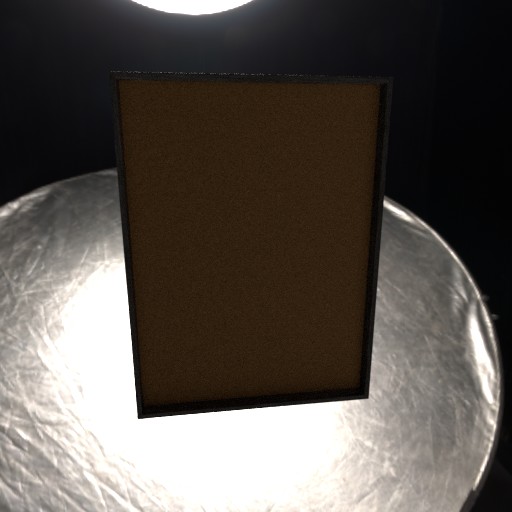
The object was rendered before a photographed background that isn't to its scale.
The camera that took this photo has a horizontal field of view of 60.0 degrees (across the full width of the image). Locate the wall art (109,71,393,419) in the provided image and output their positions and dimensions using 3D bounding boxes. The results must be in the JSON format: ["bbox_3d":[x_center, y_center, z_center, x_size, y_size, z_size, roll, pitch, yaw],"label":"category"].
[{"bbox_3d":[0.000,0.000,1.341,0.762,1.016,0.063,-2,15,-8],"label":"wall art"}]
